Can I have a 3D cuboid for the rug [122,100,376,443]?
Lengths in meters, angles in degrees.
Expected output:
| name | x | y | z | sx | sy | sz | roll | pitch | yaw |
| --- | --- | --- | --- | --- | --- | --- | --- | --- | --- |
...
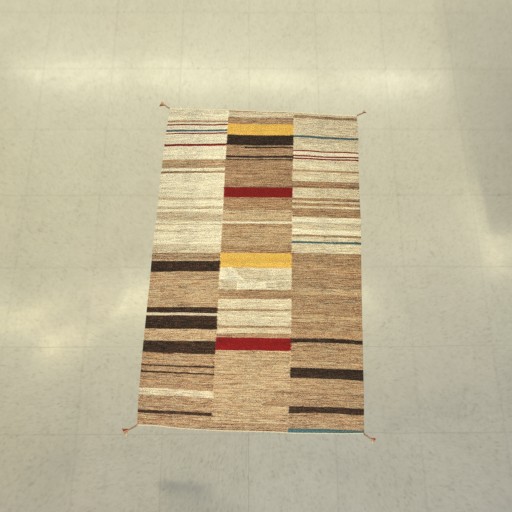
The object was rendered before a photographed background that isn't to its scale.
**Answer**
| name | x | y | z | sx | sy | sz | roll | pitch | yaw |
| --- | --- | --- | --- | --- | --- | --- | --- | --- | --- |
| rug | 0.000 | 0.000 | 2.447 | 1.268 | 0.007 | 1.918 | 2 | 75 | 1 |
